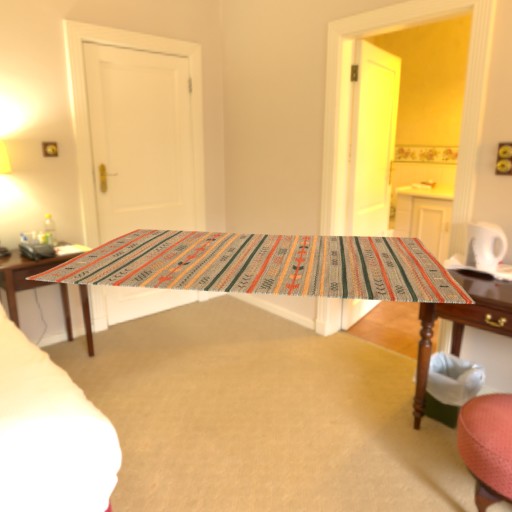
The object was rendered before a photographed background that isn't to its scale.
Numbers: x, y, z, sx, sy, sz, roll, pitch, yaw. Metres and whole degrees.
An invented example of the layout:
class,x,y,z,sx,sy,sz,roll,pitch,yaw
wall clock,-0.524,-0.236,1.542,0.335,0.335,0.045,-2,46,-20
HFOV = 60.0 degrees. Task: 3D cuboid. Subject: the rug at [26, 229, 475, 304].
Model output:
class,x,y,z,sx,sy,sz,roll,pitch,yaw
rug,0.000,0.000,3.088,2.439,0.029,1.537,2,15,9
